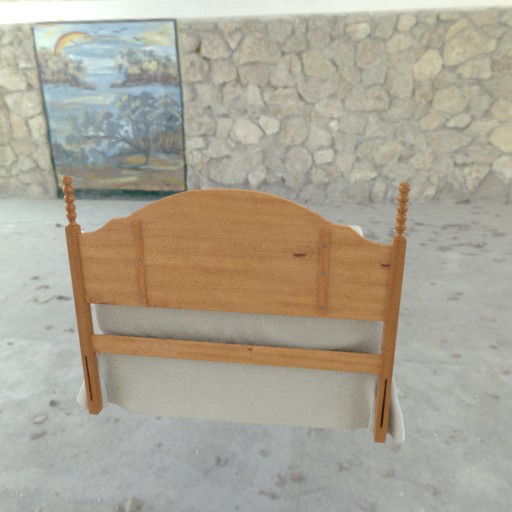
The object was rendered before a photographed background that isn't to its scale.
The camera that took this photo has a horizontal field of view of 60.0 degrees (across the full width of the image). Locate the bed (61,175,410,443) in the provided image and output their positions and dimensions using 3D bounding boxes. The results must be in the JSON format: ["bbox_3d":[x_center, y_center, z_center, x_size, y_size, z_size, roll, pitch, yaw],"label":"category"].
[{"bbox_3d":[0.000,0.000,3.186,1.873,1.356,2.040,2,17,8],"label":"bed"}]
